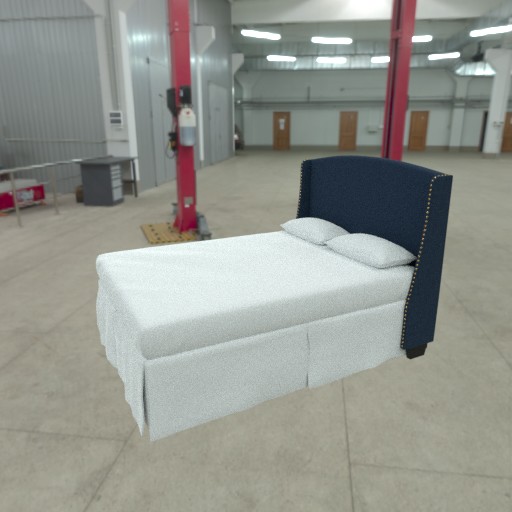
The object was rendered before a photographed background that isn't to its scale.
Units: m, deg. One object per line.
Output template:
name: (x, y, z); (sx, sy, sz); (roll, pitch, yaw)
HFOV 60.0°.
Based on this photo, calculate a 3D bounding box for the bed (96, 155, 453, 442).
bed: (0.000, 0.000, 3.336); (2.223, 1.402, 1.604); (-8, 19, -26)
